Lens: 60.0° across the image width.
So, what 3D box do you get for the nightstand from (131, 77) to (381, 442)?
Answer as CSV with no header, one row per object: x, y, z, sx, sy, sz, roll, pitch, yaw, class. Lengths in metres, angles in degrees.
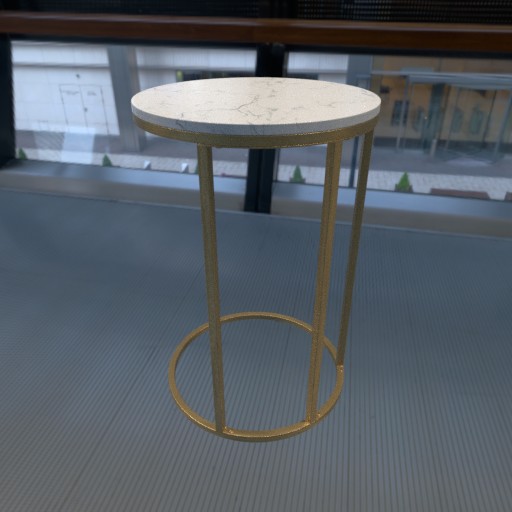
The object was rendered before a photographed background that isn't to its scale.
0.000,0.000,0.881,0.400,0.610,0.400,-19,35,-29,nightstand
